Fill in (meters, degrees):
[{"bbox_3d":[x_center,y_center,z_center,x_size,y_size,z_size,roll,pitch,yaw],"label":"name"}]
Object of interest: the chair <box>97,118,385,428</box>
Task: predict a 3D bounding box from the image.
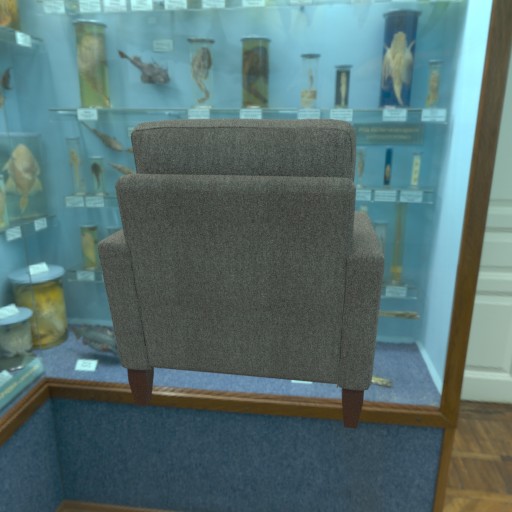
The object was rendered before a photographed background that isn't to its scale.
[{"bbox_3d":[0.000,0.000,1.690,0.855,0.993,0.897,3,16,9],"label":"chair"}]
